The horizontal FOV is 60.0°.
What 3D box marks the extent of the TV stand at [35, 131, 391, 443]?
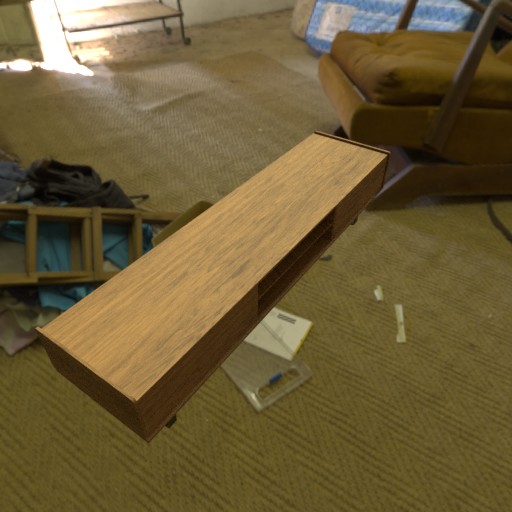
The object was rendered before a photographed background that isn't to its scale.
[{"bbox_3d":[0.000,0.000,2.007,0.467,0.415,1.796,25,46,26],"label":"TV stand"}]
